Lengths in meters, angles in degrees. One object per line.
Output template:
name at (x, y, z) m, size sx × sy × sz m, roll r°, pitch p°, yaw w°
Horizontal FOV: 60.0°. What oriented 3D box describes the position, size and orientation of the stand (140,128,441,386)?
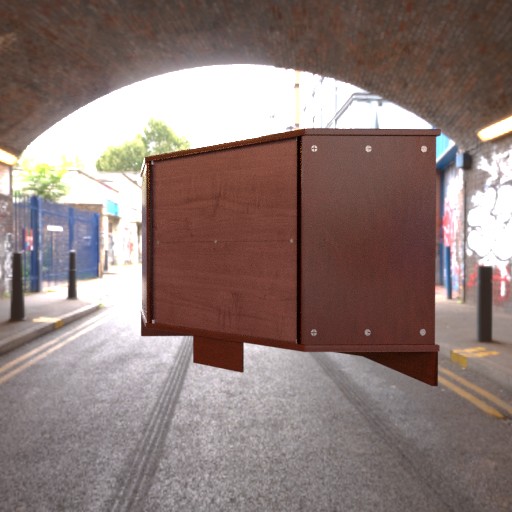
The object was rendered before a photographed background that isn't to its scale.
stand at (0.000, 0.000, 1.363) m, size 1.072 × 0.614 × 0.381 m, roll 1°, pitch 1°, yaw 35°
